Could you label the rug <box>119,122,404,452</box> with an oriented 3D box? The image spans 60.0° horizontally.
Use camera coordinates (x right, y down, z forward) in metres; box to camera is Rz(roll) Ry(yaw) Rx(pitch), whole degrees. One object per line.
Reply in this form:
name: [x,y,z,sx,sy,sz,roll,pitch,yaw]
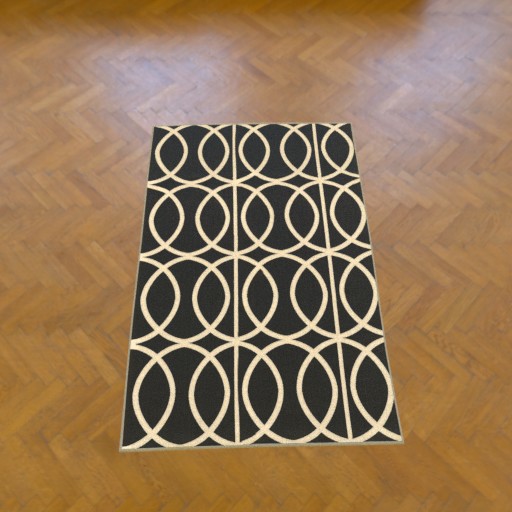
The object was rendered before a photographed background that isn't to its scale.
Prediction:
rug: [0.000,0.000,2.873,1.528,0.014,2.294,-1,63,-1]
